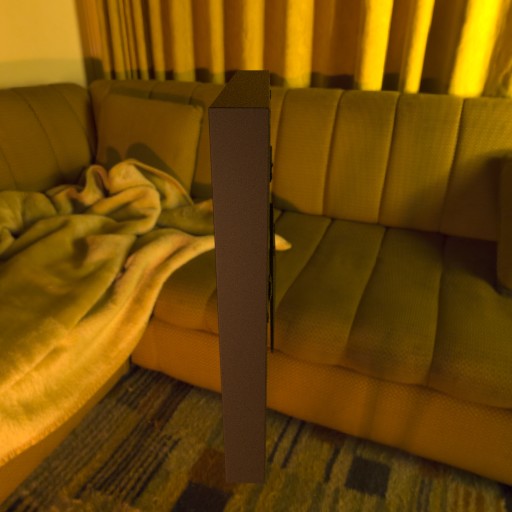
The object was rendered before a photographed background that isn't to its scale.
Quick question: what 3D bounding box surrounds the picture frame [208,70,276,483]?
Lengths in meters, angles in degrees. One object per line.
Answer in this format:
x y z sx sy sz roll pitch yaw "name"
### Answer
0.000 0.000 0.389 0.042 0.284 0.232 1 27 1 "picture frame"
